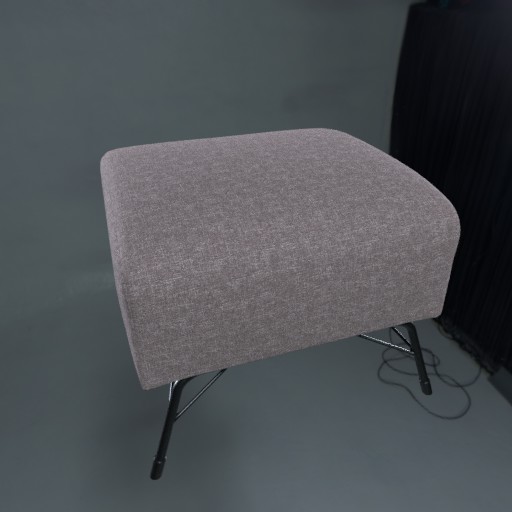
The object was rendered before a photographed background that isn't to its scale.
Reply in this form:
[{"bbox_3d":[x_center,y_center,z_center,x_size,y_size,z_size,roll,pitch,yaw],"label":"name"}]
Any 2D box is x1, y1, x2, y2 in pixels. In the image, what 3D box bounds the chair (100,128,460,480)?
[{"bbox_3d":[0.000,0.000,0.869,0.530,0.410,0.530,-10,33,-16],"label":"chair"}]
